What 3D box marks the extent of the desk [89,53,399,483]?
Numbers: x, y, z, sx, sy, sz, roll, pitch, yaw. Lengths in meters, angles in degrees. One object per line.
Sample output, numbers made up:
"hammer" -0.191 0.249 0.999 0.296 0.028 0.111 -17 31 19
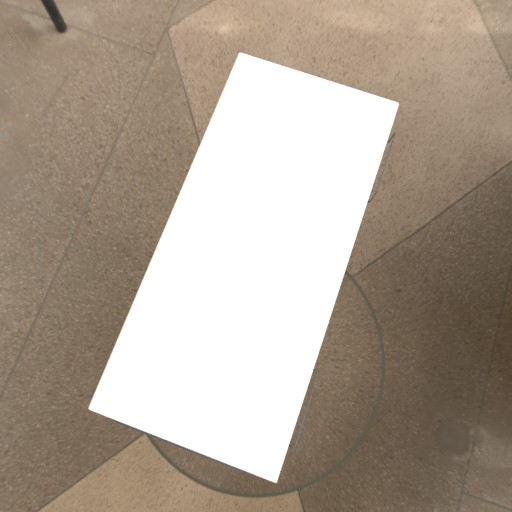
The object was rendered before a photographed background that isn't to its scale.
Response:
"desk" 0.000 0.000 2.250 0.900 0.455 1.900 19 78 4
